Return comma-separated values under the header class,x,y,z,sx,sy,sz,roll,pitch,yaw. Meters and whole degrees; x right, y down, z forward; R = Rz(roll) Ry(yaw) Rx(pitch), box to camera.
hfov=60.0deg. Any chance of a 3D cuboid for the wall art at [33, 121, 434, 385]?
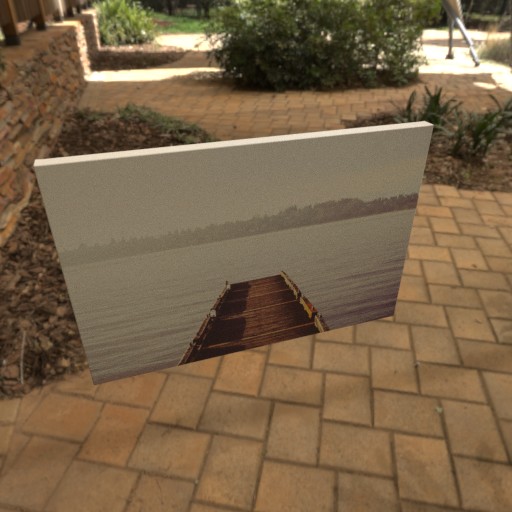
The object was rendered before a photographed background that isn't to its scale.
class,x,y,z,sx,sy,sz,roll,pitch,yaw
wall art,0.000,0.000,1.149,0.916,0.609,0.037,-10,33,-15
